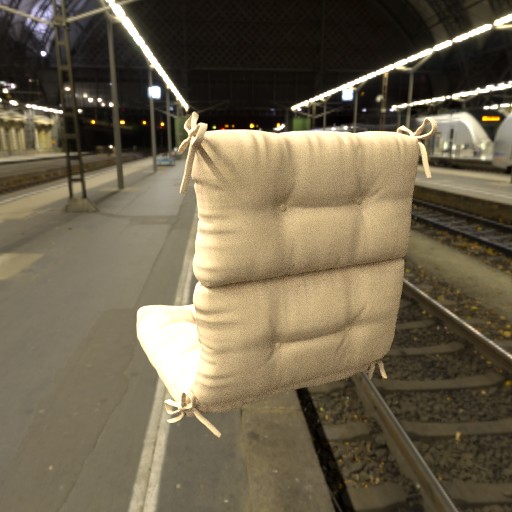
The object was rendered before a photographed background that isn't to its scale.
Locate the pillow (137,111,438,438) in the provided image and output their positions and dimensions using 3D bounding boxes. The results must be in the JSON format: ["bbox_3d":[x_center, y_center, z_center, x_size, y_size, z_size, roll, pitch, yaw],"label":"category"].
[{"bbox_3d":[0.000,0.000,1.028,0.519,0.605,0.571,-7,16,-26],"label":"pillow"}]
